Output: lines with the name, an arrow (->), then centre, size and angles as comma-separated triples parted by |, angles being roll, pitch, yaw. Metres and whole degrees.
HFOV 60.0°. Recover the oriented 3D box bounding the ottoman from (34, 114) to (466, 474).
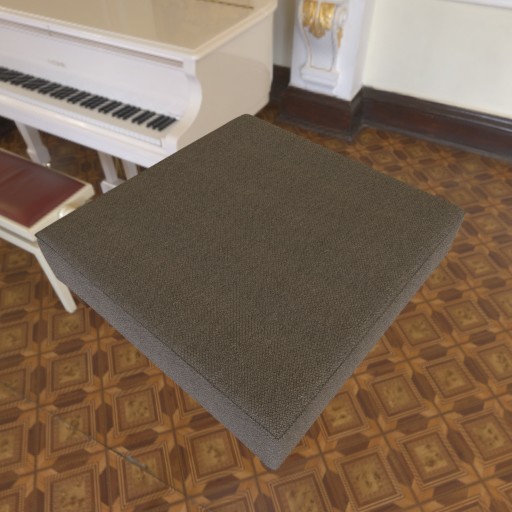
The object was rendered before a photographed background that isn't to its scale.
ottoman -> 0.000, 0.000, 1.492 | 0.970, 0.378, 0.981 | 32, 54, 27
